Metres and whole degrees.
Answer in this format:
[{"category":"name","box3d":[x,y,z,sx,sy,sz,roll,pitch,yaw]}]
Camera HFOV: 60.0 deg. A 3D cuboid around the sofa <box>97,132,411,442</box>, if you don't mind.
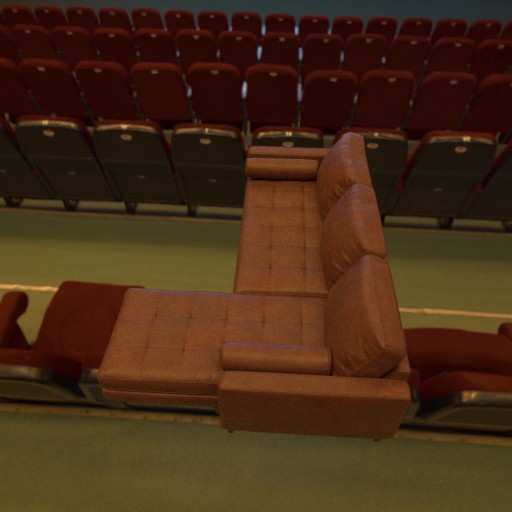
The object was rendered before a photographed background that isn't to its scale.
[{"category":"sofa","box3d":[0.000,0.000,2.983,1.613,0.841,2.185,2,46,2]}]
